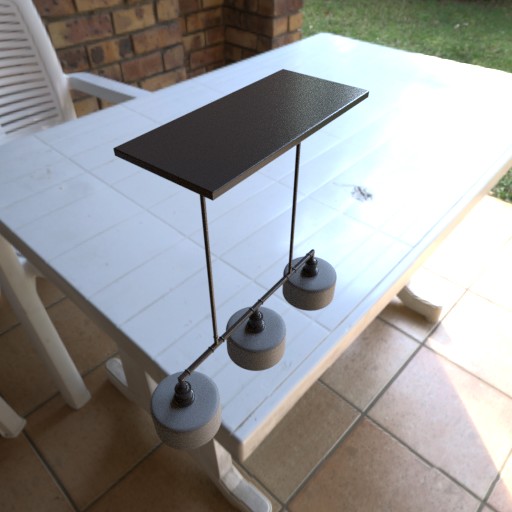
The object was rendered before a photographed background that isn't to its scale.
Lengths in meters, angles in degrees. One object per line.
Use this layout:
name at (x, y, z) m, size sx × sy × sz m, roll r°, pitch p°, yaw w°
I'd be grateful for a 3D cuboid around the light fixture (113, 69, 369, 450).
light fixture at (0.000, 0.000, 0.847) m, size 0.177 × 0.557 × 0.582 m, roll 27°, pitch 48°, yaw 27°
